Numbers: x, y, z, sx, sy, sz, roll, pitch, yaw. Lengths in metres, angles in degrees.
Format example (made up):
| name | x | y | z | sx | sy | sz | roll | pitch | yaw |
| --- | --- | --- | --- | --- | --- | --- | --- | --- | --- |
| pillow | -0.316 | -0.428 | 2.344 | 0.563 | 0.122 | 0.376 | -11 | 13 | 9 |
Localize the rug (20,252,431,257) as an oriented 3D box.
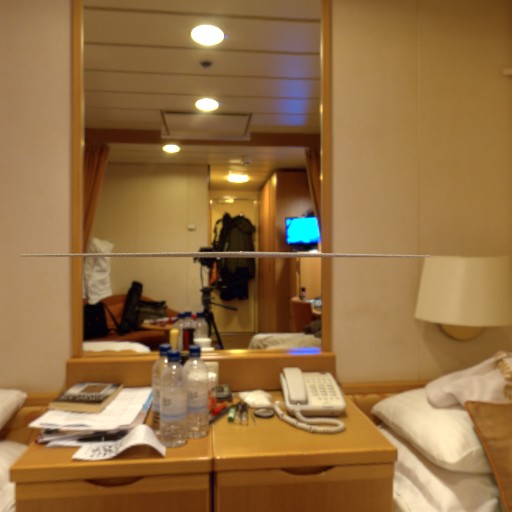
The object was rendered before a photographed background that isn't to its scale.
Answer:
| name | x | y | z | sx | sy | sz | roll | pitch | yaw |
| --- | --- | --- | --- | --- | --- | --- | --- | --- | --- |
| rug | 0.000 | 0.000 | 3.666 | 2.005 | 0.014 | 2.878 | 0 | 0 | 37 |
